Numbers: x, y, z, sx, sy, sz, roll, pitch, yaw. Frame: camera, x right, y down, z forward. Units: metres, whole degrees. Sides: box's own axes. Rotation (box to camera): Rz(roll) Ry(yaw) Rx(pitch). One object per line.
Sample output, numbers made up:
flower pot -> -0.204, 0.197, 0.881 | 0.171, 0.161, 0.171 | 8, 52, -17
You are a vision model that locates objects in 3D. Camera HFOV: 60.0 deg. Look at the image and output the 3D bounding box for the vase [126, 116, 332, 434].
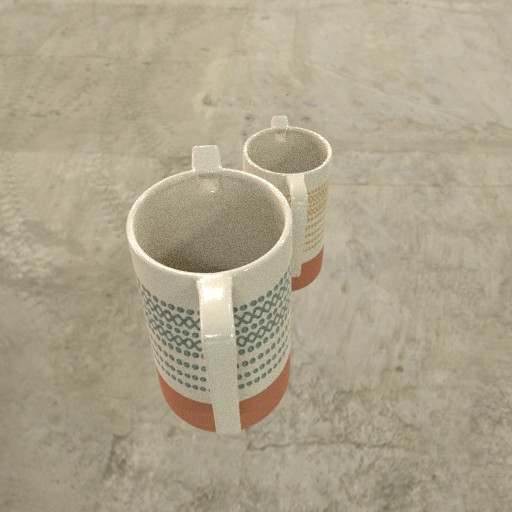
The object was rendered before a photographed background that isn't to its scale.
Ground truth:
vase -> 0.000, 0.000, 0.460 | 0.168, 0.247, 0.326 | 26, 51, 22
